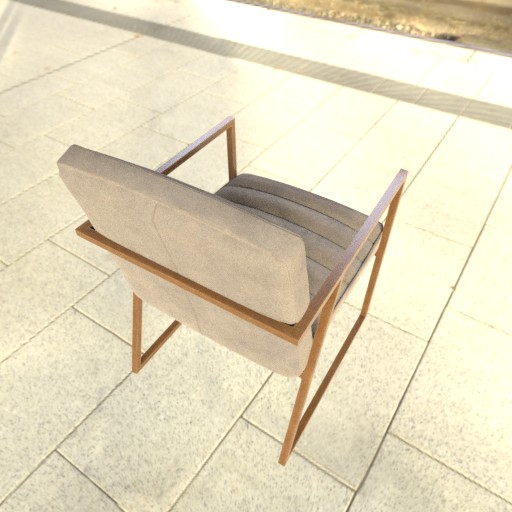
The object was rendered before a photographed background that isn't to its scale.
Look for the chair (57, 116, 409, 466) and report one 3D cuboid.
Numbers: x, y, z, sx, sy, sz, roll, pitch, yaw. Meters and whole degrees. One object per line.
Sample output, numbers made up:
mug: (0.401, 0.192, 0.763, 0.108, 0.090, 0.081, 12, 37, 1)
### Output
chair: (0.000, 0.000, 1.246, 0.578, 0.843, 0.682, 24, 50, 22)
